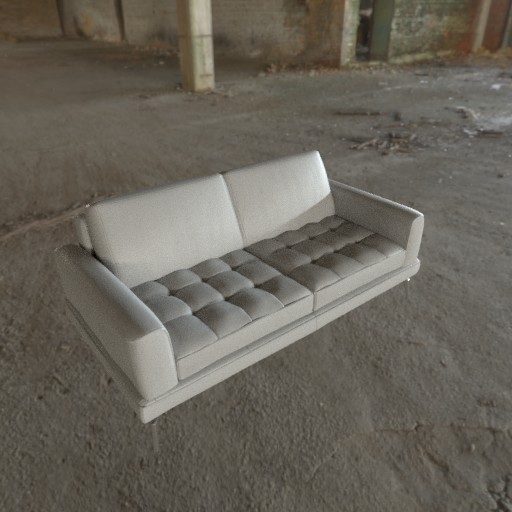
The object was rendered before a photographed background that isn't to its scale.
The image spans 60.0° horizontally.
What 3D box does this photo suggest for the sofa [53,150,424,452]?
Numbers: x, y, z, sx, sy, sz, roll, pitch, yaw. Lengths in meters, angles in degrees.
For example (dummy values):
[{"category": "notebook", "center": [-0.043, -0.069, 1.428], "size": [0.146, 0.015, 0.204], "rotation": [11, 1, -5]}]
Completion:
[{"category": "sofa", "center": [0.000, 0.000, 2.821], "size": [2.177, 0.930, 1.121], "rotation": [-21, 35, -33]}]
